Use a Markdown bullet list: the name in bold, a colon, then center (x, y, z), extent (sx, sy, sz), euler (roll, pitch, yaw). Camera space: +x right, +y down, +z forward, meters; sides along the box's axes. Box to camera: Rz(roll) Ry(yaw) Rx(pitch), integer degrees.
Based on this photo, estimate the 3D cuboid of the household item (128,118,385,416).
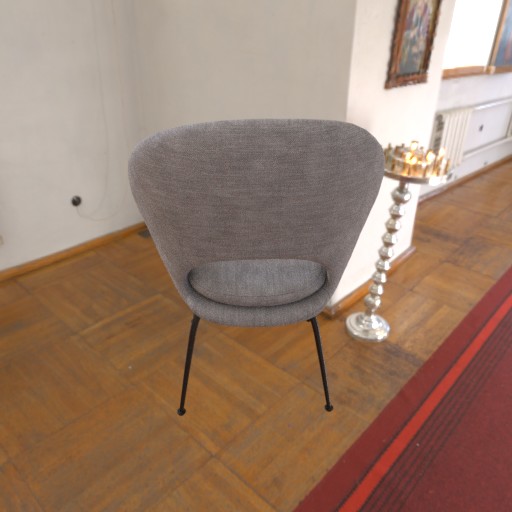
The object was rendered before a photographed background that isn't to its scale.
- **household item**: center (0.000, 0.000, 1.264), extent (0.643, 0.869, 0.587), euler (-1, 29, -2)
